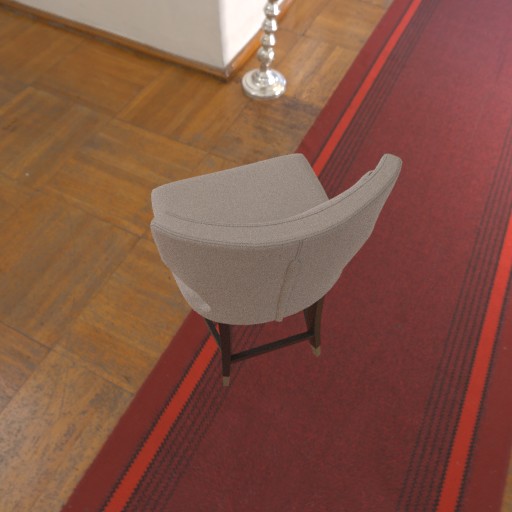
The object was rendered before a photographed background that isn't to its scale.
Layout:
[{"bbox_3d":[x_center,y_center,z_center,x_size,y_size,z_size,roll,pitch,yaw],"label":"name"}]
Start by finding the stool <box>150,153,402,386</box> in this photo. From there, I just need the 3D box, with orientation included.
[{"bbox_3d":[0.000,0.000,1.351,0.527,0.982,0.563,-15,59,-10],"label":"stool"}]
